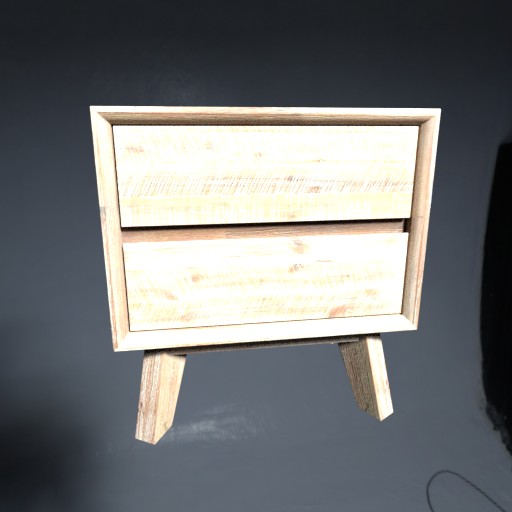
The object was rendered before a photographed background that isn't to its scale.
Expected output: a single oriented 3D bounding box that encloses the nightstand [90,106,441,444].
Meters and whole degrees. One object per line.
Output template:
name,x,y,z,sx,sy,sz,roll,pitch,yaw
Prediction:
nightstand,0.000,0.000,0.954,0.552,0.589,0.396,-2,16,-9
